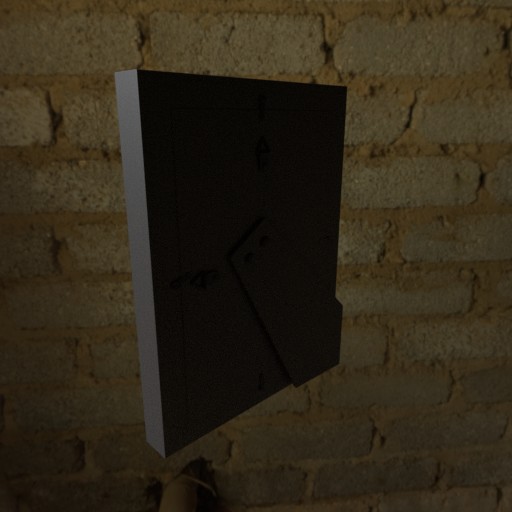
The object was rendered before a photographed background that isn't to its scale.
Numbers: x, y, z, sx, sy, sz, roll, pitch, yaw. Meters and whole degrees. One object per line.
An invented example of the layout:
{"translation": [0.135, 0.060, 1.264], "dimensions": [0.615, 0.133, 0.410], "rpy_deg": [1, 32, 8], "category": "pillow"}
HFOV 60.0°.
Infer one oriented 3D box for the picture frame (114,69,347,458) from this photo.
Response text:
{"translation": [0.000, 0.000, 0.281], "dimensions": [0.157, 0.208, 0.028], "rpy_deg": [-16, 23, -41], "category": "picture frame"}
